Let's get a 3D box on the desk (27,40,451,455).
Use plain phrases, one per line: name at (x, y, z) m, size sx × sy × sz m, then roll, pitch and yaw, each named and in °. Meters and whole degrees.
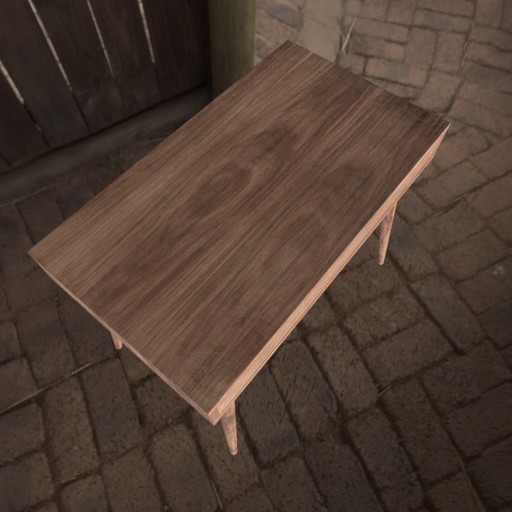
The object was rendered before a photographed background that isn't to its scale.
desk at (0.000, 0.000, 1.407) m, size 0.588 × 0.758 × 0.949 m, roll 36°, pitch 67°, yaw 18°
